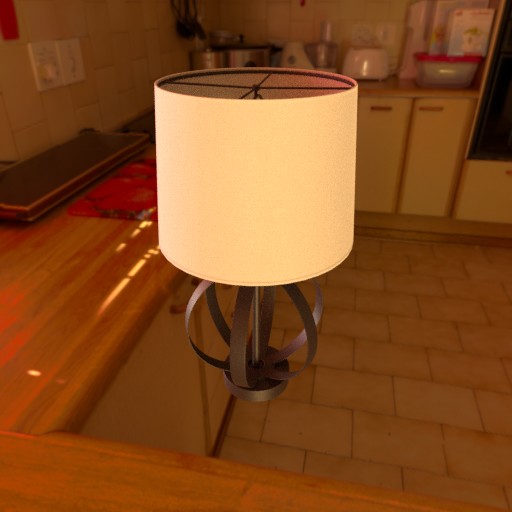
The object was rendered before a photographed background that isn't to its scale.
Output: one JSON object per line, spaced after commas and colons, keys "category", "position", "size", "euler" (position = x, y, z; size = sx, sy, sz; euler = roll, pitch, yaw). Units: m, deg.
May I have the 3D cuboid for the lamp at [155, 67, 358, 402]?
{"category": "lamp", "position": [0.000, 0.000, 0.686], "size": [0.286, 0.510, 0.286], "euler": [0, 30, 0]}
